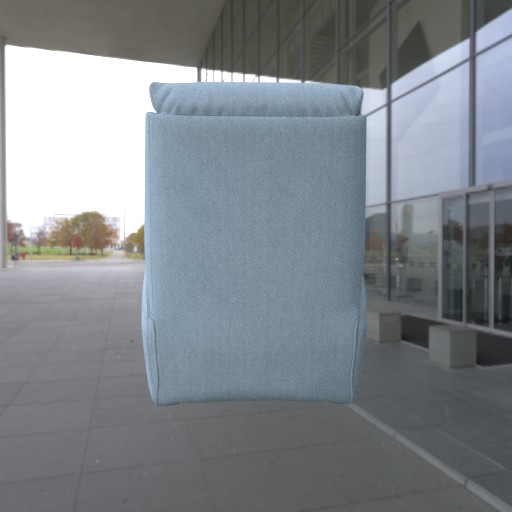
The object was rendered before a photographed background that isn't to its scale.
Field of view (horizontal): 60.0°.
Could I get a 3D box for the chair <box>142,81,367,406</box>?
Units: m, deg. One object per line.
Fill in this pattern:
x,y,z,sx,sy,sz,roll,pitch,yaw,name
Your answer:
0.000,0.000,1.668,0.812,1.013,0.940,0,1,-2,chair
